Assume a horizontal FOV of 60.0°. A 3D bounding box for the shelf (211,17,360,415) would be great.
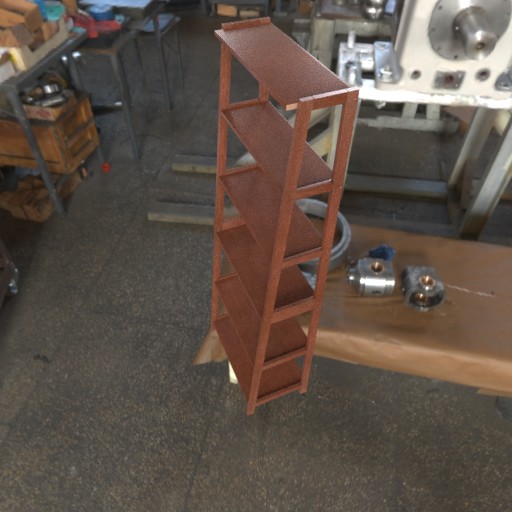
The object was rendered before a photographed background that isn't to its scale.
[{"bbox_3d":[0.000,0.000,2.138,0.382,1.892,0.660,-17,49,-16],"label":"shelf"}]
